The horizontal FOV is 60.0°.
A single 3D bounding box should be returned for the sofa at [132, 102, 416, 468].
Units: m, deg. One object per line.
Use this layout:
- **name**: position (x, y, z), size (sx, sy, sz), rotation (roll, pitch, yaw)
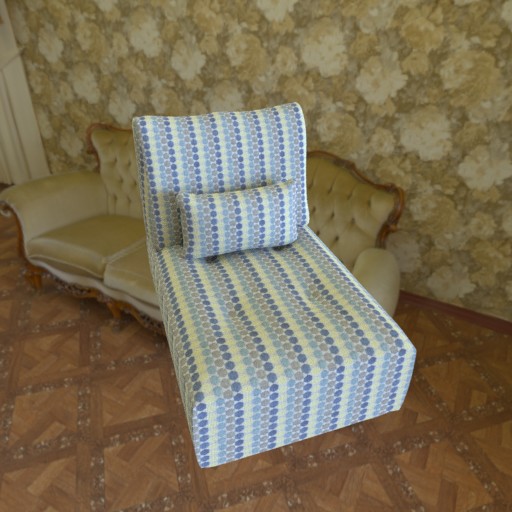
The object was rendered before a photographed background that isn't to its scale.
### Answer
- **sofa**: position (0.000, 0.000, 1.583), size (0.700, 0.820, 1.000), rotation (-10, 34, -16)
